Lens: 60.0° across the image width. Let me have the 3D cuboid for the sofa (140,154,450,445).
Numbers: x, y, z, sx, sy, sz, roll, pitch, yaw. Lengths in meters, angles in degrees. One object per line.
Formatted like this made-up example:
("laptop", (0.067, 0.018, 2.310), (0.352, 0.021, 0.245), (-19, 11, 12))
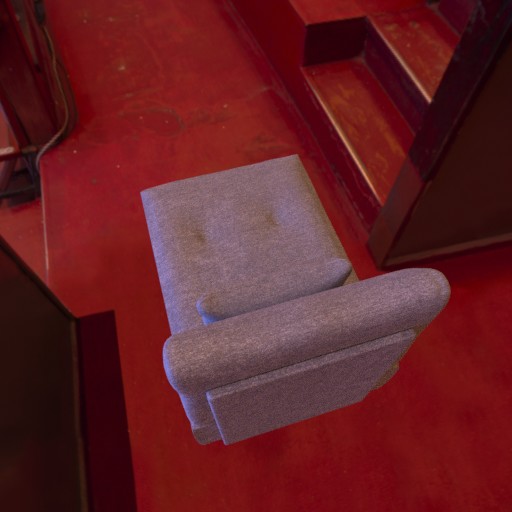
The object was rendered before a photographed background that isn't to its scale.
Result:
("sofa", (0.000, 0.000, 1.531), (0.700, 0.820, 1.000), (-15, 60, -9))
